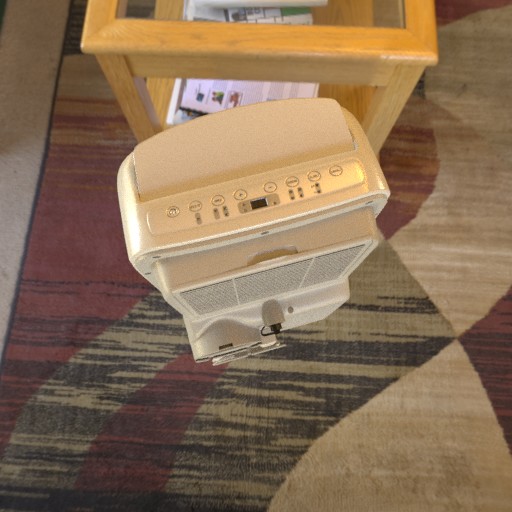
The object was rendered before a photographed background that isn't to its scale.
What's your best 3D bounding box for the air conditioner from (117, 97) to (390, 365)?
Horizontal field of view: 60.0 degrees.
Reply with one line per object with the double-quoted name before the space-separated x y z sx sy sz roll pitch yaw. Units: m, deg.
"air conditioner" 0.000 0.000 1.048 0.449 0.786 0.414 -15 76 -4
